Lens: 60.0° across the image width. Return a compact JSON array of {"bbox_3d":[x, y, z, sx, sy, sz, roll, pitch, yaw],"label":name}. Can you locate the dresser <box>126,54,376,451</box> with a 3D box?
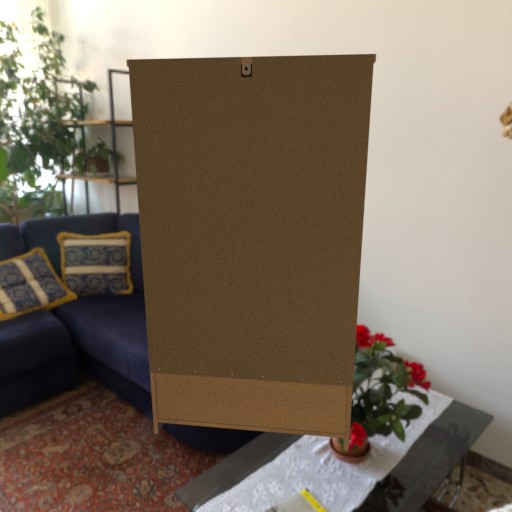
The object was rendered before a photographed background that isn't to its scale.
[{"bbox_3d":[0.000,0.000,1.586,0.704,1.255,0.399,2,15,7],"label":"dresser"}]
